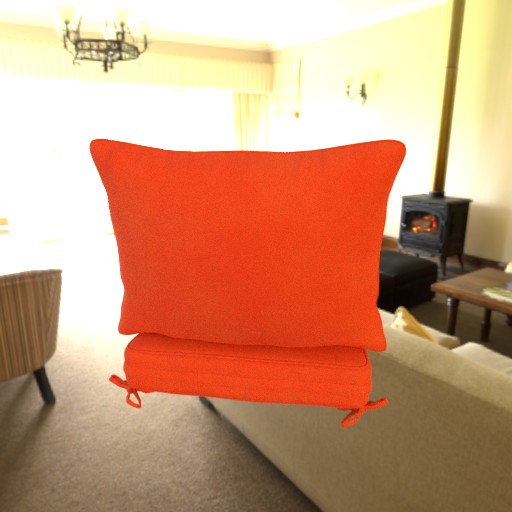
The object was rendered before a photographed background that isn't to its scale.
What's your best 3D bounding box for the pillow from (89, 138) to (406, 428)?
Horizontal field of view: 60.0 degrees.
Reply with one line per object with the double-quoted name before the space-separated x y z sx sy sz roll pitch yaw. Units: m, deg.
"pillow" 0.000 0.000 1.409 0.798 0.725 0.733 2 15 8
